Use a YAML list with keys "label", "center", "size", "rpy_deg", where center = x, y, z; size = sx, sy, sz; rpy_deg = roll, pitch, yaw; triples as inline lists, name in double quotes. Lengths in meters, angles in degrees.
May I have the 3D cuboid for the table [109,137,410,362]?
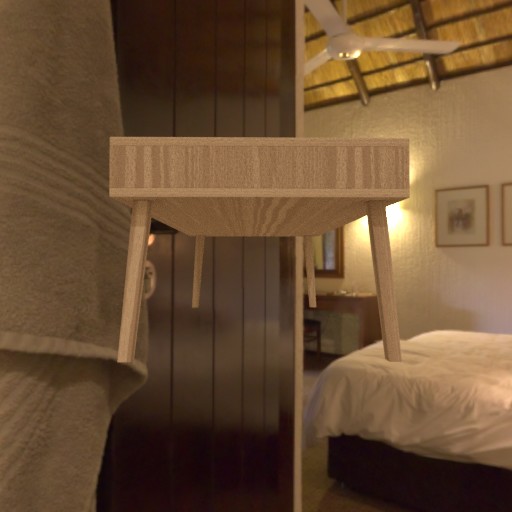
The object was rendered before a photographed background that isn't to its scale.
- label: "table"
  center: [0.000, 0.000, 1.480]
  size: [0.600, 0.450, 1.200]
  rpy_deg: [0, -1, -1]
